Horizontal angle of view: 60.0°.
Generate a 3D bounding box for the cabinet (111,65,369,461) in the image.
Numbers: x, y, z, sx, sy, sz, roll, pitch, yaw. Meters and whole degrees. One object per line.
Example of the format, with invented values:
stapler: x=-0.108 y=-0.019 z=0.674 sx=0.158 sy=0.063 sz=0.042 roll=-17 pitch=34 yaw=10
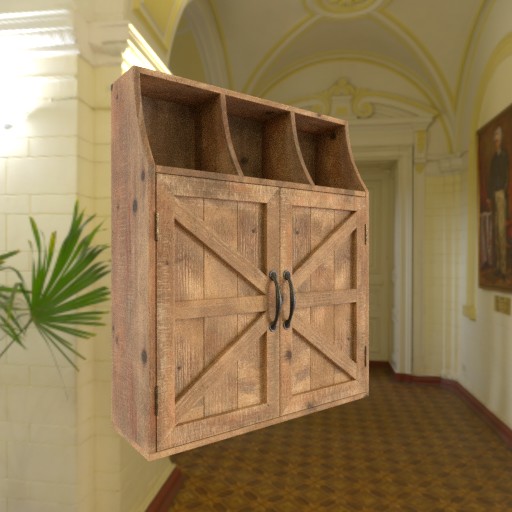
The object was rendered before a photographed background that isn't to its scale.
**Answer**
cabinet: x=0.000 y=0.000 z=0.839 sx=0.489 sy=0.590 sz=0.184 roll=0 pitch=0 yaw=-37
